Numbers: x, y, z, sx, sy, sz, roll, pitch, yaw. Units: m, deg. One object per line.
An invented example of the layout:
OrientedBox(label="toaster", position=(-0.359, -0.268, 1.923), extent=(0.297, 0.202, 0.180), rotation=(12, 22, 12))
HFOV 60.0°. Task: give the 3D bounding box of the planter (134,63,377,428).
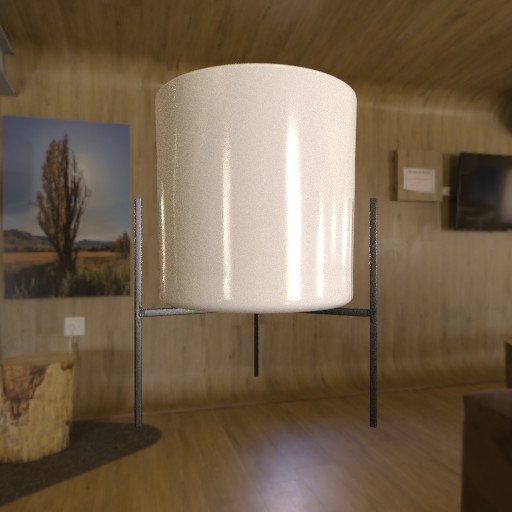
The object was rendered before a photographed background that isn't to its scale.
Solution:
OrientedBox(label="planter", position=(0.000, 0.000, 0.645), extent=(0.307, 0.431, 0.308), rotation=(0, 0, 0))
